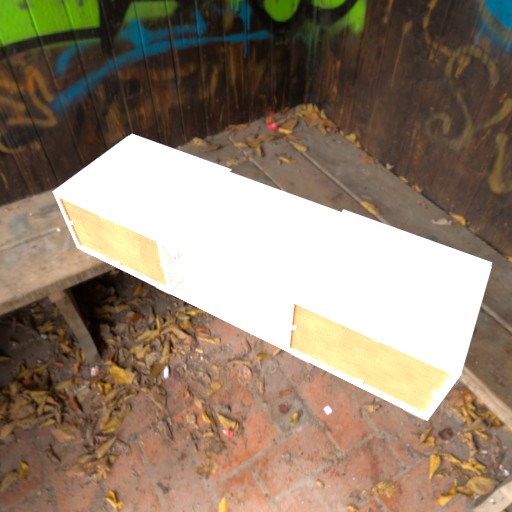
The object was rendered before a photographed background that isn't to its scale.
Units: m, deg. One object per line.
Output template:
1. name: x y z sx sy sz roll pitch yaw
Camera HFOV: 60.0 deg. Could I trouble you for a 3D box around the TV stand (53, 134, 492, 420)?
1. TV stand: 0.000 0.000 1.557 1.400 0.310 0.420 23 52 19
